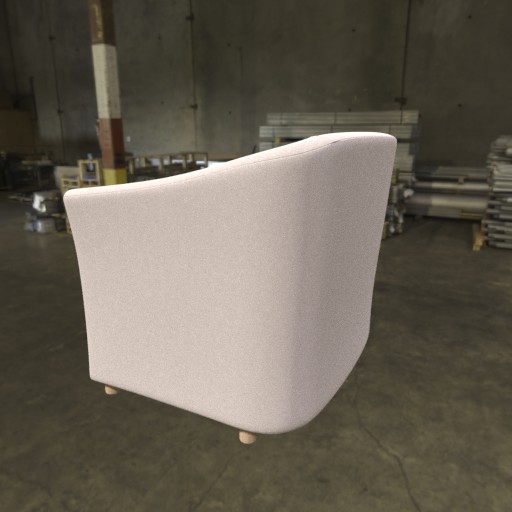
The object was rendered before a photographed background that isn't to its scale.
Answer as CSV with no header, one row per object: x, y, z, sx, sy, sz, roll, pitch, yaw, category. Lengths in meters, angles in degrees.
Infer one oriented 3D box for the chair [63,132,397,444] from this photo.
0.000,0.000,1.341,0.700,0.720,0.790,8,17,27,chair
